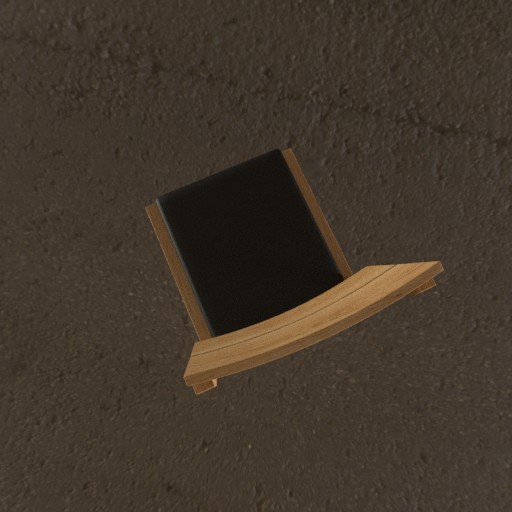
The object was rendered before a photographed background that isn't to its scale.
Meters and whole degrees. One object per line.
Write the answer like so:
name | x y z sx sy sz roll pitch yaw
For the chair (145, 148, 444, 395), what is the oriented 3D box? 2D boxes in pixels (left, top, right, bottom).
chair | 0.000 0.000 1.256 0.475 0.950 0.569 -23 77 -6
